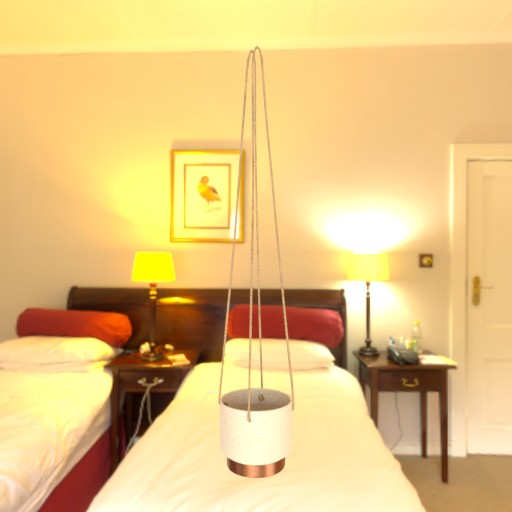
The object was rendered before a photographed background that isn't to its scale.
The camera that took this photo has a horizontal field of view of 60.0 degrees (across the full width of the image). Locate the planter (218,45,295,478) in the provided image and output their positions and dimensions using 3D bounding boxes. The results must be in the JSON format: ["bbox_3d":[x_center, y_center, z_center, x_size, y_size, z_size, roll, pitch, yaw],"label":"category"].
[{"bbox_3d":[0.000,0.000,0.893,0.146,0.841,0.146,0,0,-35],"label":"planter"}]
